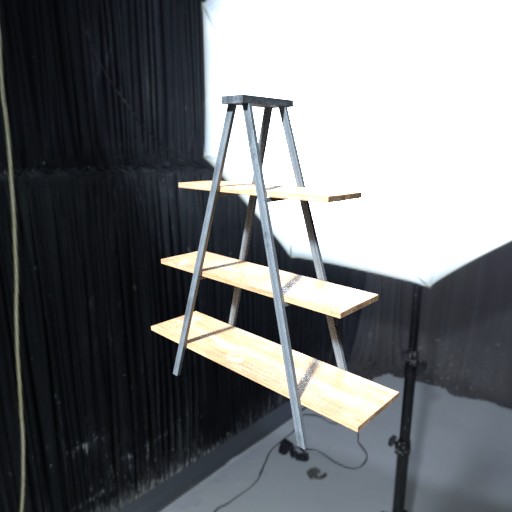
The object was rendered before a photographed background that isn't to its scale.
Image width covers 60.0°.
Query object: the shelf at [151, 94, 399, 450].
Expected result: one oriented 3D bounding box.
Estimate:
[{"bbox_3d":[0.000,0.000,2.684,1.746,1.808,0.508,13,19,42],"label":"shelf"}]
